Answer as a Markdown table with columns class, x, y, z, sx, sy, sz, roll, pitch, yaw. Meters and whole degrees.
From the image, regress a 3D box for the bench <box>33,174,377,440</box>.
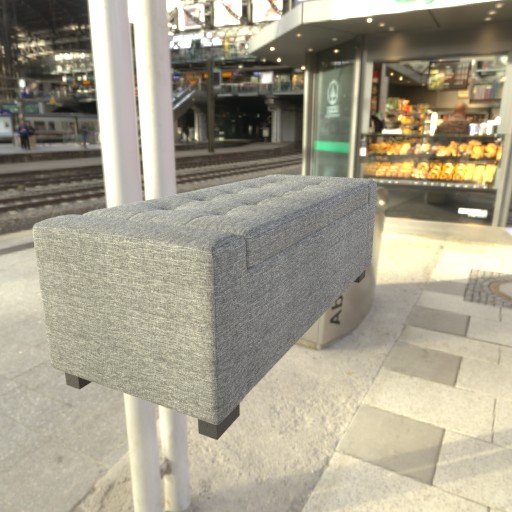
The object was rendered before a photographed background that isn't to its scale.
| class | x | y | z | sx | sy | sz | roll | pitch | yaw |
| --- | --- | --- | --- | --- | --- | --- | --- | --- | --- |
| bench | 0.000 | 0.000 | 1.514 | 0.508 | 0.445 | 1.296 | 8 | 18 | 26 |
